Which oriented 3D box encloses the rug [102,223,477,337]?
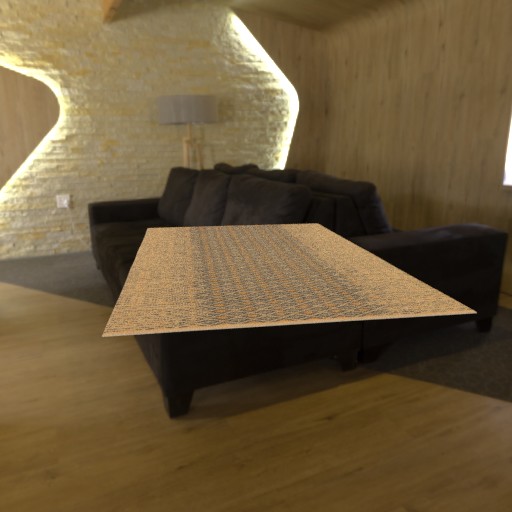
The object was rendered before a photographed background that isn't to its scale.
[{"bbox_3d":[0.000,0.000,2.281,1.219,0.005,1.828,-2,14,-9],"label":"rug"}]
